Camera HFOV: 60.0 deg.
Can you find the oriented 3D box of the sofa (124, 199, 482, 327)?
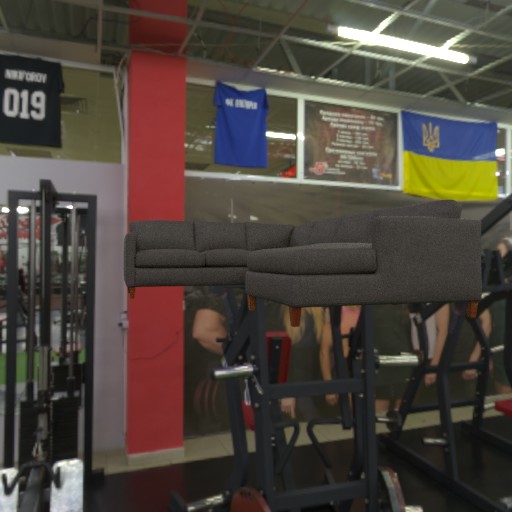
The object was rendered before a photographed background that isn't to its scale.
[{"bbox_3d":[0.000,0.000,4.619,2.594,0.961,3.460,0,0,-18],"label":"sofa"}]
